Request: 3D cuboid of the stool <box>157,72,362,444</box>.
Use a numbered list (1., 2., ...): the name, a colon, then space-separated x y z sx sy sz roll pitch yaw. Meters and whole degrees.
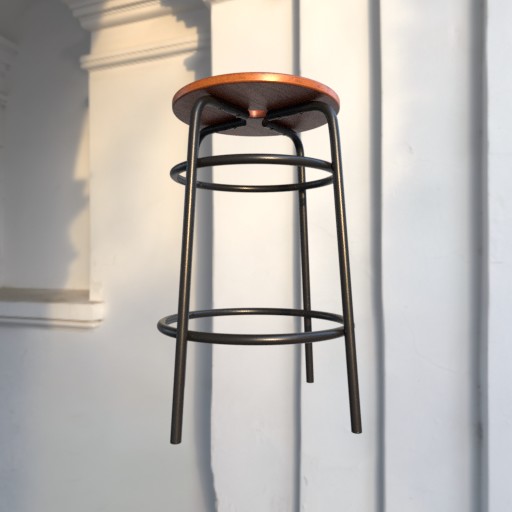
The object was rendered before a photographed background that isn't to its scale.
1. stool: 0.000 0.000 0.900 0.455 0.610 0.455 0 0 37
